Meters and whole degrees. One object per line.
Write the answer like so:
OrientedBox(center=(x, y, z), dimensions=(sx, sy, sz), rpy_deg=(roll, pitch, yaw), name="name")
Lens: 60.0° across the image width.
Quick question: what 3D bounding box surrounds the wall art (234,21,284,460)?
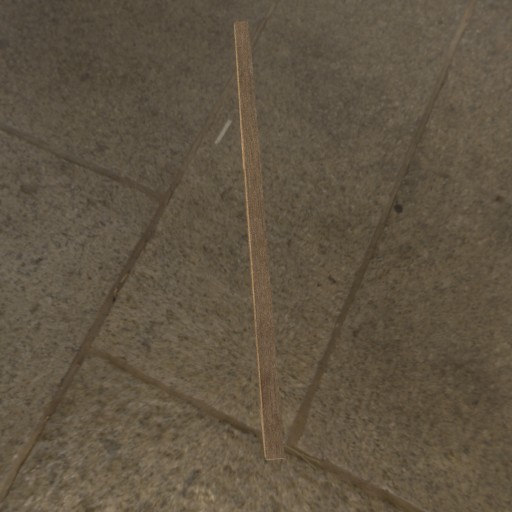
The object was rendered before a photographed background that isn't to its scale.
OrientedBox(center=(0.000, 0.000, 0.928), dimensions=(0.026, 0.535, 0.690), rpy_deg=(-4, 76, -1), name="wall art")
